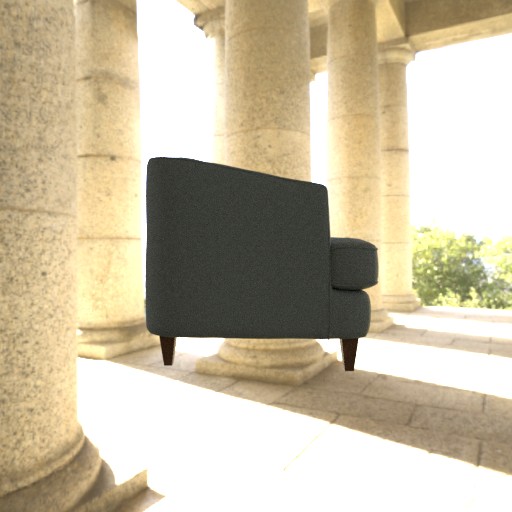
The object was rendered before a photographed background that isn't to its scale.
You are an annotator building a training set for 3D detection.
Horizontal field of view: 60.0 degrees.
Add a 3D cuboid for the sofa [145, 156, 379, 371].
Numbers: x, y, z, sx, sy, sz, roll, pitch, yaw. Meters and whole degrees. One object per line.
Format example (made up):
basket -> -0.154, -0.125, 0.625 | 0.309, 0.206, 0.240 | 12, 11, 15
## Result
sofa -> 0.000, 0.000, 2.745 | 0.941, 0.855, 2.278 | 0, 0, 0
